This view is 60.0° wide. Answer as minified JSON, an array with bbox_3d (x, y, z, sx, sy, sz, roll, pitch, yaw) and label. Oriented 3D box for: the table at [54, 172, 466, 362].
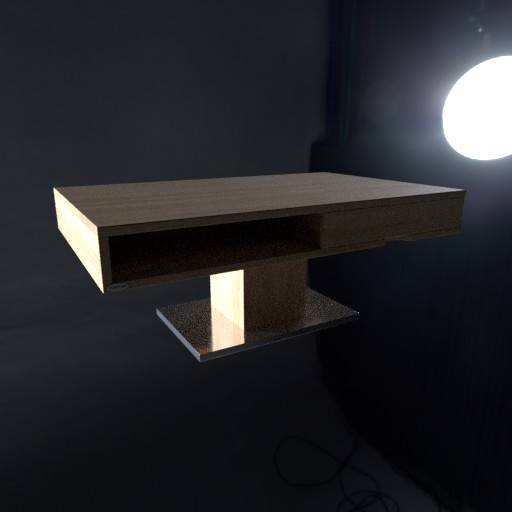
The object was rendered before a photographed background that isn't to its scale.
[{"bbox_3d":[0.000,0.000,1.458,1.100,0.440,0.700,-9,18,-29],"label":"table"}]
